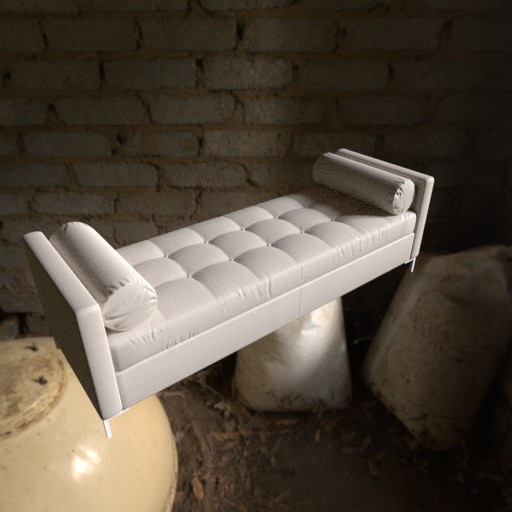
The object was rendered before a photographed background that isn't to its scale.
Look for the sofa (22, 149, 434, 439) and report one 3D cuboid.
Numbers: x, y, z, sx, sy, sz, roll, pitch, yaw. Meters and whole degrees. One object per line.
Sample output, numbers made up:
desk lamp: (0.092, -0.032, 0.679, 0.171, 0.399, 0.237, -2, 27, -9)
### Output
sofa: (0.000, 0.000, 2.301, 1.981, 0.635, 0.686, -22, 37, -32)
